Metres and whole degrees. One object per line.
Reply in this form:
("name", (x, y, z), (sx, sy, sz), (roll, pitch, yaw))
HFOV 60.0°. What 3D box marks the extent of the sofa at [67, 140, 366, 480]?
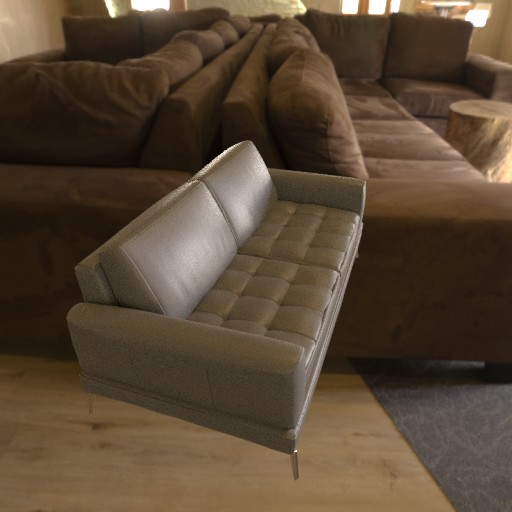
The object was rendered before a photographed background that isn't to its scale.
("sofa", (0.000, 0.000, 2.737), (1.121, 0.930, 2.177), (10, 32, 16))
